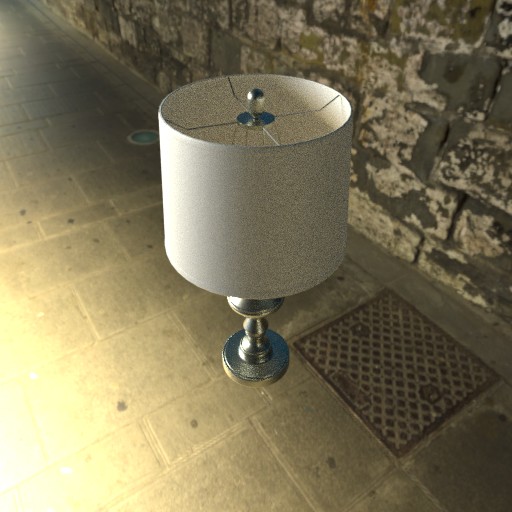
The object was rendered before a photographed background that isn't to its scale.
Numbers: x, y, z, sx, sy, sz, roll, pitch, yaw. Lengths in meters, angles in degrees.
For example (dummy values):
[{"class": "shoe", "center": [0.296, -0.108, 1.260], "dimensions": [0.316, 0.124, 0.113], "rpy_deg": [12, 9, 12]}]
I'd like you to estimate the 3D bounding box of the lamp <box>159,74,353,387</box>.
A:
[{"class": "lamp", "center": [0.000, 0.000, 0.983], "dimensions": [0.383, 0.733, 0.383], "rpy_deg": [0, 40, 0]}]
